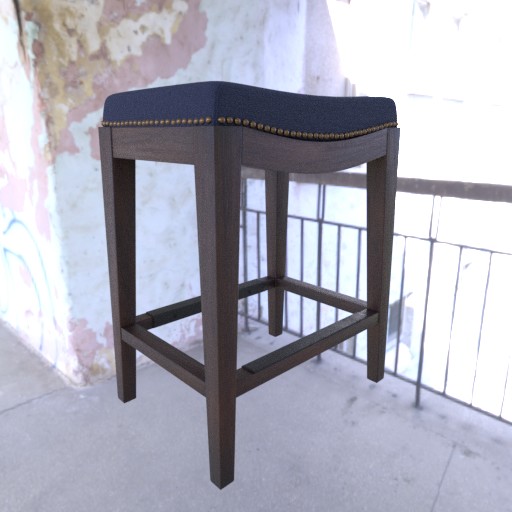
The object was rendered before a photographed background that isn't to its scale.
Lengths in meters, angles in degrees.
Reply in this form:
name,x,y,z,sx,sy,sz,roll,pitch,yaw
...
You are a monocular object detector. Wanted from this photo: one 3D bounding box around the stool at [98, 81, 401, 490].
name,x,y,z,sx,sy,sz,roll,pitch,yaw
stool,0.000,0.000,0.934,0.500,0.642,0.361,-14,21,-41
